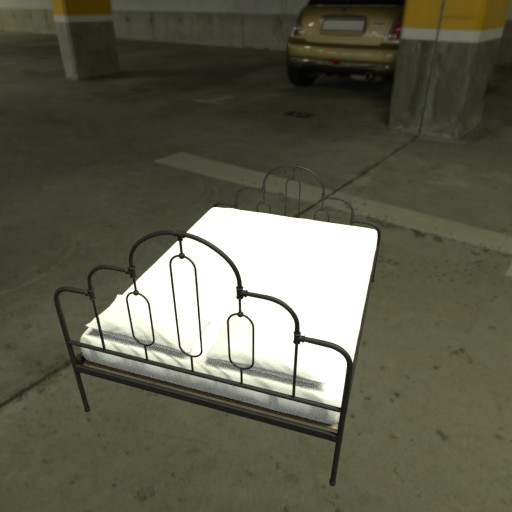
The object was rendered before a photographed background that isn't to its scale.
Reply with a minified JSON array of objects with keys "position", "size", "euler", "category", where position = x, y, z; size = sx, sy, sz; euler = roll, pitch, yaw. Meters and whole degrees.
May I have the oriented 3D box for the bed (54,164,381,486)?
[{"position":[0.000,0.000,3.168],"size":[1.640,1.429,2.163],"euler":[9,31,16],"category":"bed"}]
